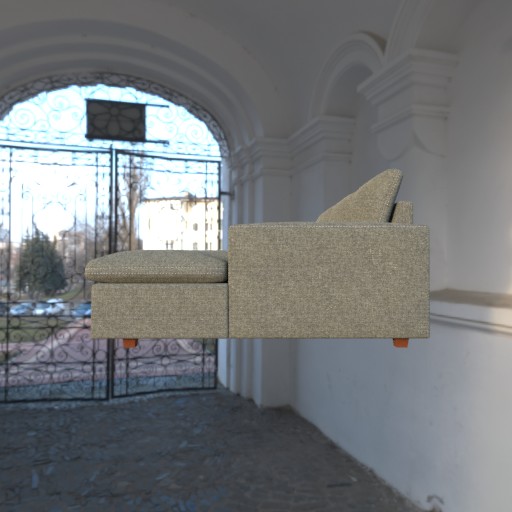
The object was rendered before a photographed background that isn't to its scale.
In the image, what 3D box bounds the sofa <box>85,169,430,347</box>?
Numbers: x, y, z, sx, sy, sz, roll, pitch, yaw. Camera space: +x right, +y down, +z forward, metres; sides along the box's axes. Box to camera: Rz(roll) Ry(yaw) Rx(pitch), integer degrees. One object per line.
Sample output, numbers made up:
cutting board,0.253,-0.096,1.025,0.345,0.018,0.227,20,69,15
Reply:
sofa,0.000,0.000,3.509,1.689,0.940,2.718,0,-1,0
